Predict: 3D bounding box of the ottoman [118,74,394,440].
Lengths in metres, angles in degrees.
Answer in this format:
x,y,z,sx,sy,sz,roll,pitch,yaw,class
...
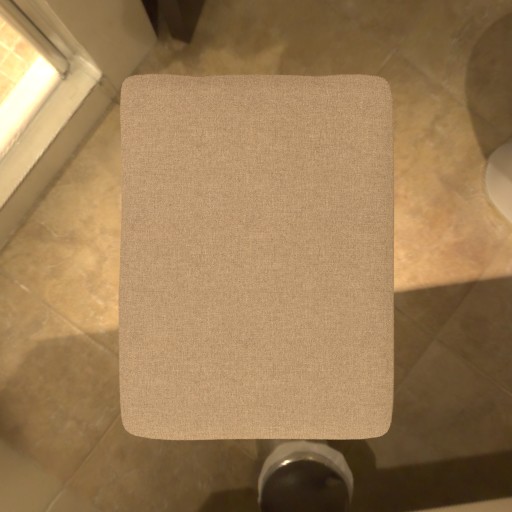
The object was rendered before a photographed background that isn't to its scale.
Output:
x,y,z,sx,sy,sz,roll,pitch,yaw,class
0.000,0.000,1.277,0.677,0.519,0.898,0,90,0,ottoman
